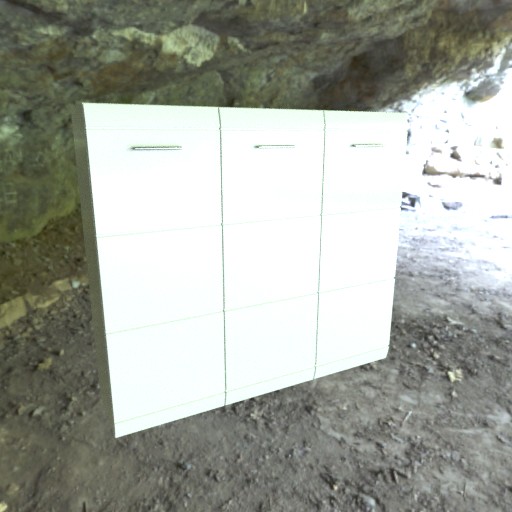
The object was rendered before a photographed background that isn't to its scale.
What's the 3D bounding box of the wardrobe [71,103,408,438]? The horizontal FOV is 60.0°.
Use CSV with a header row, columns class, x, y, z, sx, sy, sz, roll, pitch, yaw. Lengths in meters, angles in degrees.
class,x,y,z,sx,sy,sz,roll,pitch,yaw
wardrobe,0.000,0.000,1.922,1.340,1.200,0.360,-8,17,-27
